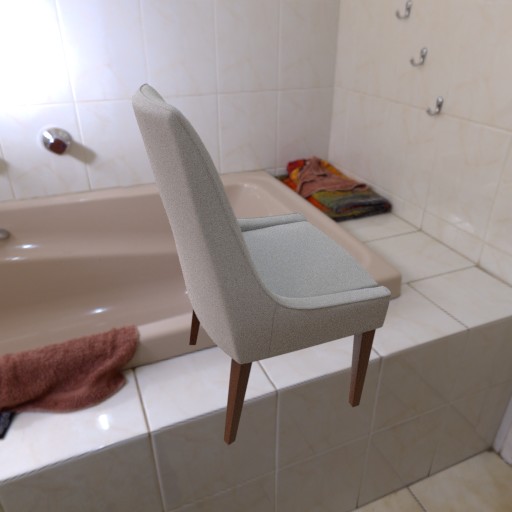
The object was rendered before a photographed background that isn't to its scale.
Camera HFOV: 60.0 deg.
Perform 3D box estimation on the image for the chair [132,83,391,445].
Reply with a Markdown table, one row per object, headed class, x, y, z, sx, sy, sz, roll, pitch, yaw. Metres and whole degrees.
| class | x | y | z | sx | sy | sz | roll | pitch | yaw |
| --- | --- | --- | --- | --- | --- | --- | --- | --- | --- |
| chair | 0.000 | 0.000 | 1.200 | 0.544 | 0.861 | 0.529 | -10 | 30 | -18 |
